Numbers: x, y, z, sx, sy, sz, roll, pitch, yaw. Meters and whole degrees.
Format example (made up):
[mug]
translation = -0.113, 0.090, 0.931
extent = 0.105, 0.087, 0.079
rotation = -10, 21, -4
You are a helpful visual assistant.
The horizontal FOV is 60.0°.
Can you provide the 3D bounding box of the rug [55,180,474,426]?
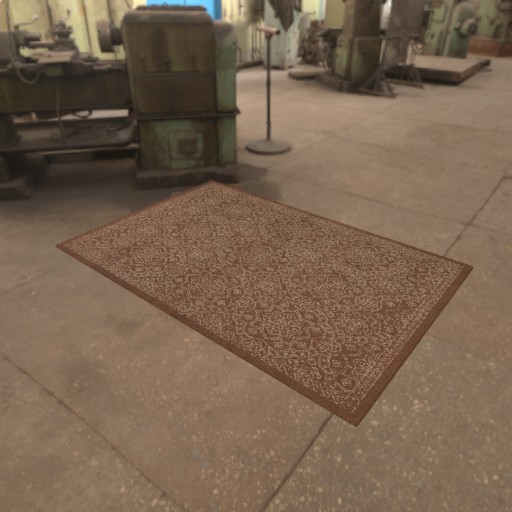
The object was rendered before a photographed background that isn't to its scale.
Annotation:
[rug]
translation = 0.000, 0.000, 2.312
extent = 1.829, 0.010, 1.219
rotation = 23, 38, 33
